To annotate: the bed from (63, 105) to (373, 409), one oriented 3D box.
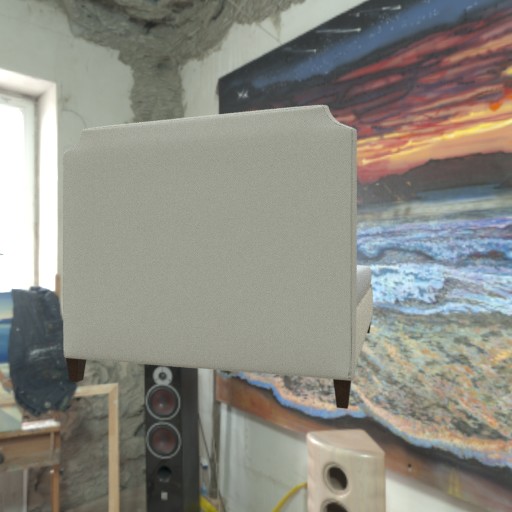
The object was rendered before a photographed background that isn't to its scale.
[{"bbox_3d":[0.000,0.000,3.478,1.712,1.497,2.372,0,0,17],"label":"bed"}]
